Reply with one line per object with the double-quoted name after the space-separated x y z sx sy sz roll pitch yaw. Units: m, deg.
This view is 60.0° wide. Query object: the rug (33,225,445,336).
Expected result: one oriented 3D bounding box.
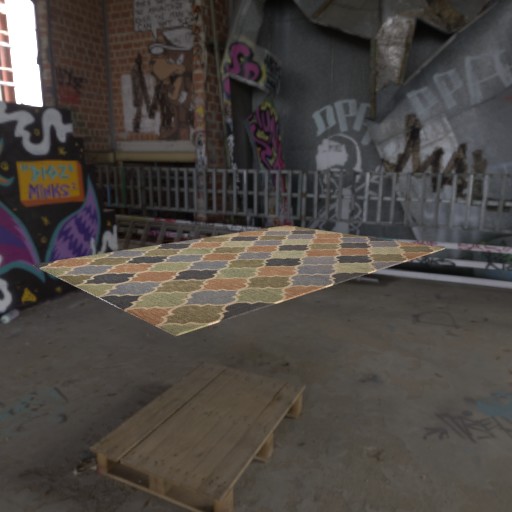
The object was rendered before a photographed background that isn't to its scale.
0.000 0.000 2.340 1.828 0.006 1.216 -12 17 -43 "rug"
